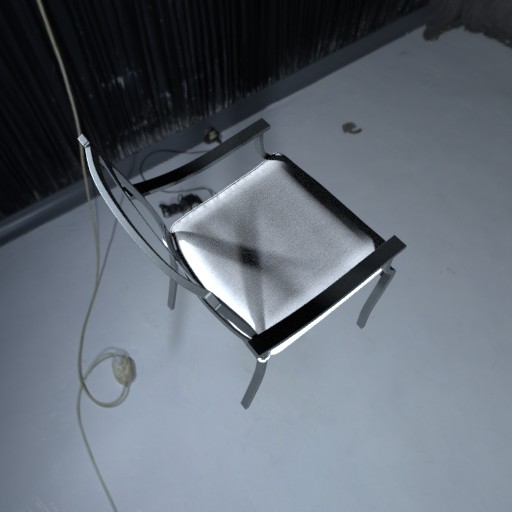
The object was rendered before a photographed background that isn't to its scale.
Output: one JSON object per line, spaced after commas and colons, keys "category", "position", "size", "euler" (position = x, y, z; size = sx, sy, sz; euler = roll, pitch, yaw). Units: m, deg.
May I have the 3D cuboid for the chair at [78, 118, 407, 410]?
{"category": "chair", "position": [0.000, 0.000, 1.278], "size": [0.620, 0.889, 0.575], "euler": [-34, 65, -18]}
